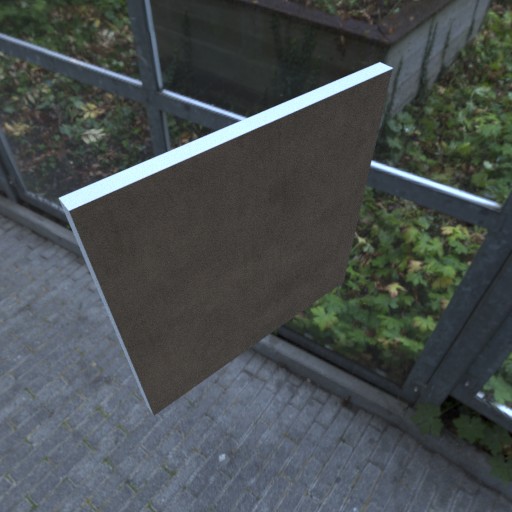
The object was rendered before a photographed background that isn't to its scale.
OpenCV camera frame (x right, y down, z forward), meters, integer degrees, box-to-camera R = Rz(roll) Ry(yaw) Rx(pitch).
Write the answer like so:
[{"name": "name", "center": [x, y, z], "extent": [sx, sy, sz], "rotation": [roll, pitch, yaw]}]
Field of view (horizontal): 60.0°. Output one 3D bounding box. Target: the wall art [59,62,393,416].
[{"name": "wall art", "center": [0.000, 0.000, 0.671], "extent": [0.455, 0.453, 0.023], "rotation": [-31, 55, -25]}]
